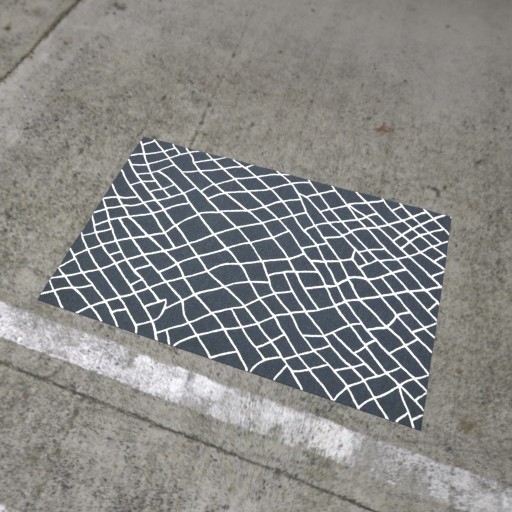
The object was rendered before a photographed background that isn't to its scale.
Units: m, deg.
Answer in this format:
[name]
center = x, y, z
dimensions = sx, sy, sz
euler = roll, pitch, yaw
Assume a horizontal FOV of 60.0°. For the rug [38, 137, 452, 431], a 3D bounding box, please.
[rug]
center = 0.000, 0.000, 3.008
dimensions = 2.448, 0.017, 1.529
euler = 16, 61, 9
